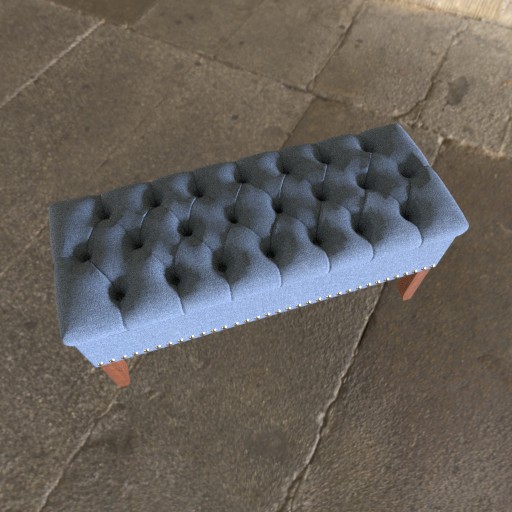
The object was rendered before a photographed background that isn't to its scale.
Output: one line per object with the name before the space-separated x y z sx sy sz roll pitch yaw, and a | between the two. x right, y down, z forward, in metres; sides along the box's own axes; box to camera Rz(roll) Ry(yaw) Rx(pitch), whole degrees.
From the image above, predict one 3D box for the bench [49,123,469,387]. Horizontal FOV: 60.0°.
bench | 0.000 0.000 1.352 1.052 0.492 0.417 -15 60 -9
